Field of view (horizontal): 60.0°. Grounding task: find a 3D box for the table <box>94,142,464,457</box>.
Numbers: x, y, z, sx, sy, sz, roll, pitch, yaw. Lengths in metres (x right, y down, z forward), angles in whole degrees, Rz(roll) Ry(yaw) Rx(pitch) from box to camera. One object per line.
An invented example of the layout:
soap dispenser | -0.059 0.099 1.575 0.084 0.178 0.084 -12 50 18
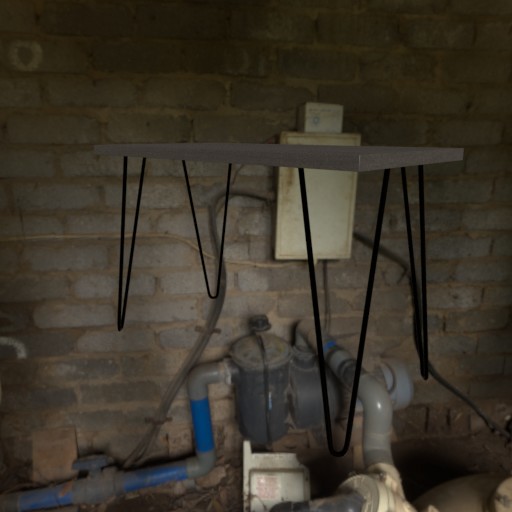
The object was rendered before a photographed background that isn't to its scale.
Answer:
table | 0.000 0.000 1.375 0.991 0.660 0.499 14 21 42
